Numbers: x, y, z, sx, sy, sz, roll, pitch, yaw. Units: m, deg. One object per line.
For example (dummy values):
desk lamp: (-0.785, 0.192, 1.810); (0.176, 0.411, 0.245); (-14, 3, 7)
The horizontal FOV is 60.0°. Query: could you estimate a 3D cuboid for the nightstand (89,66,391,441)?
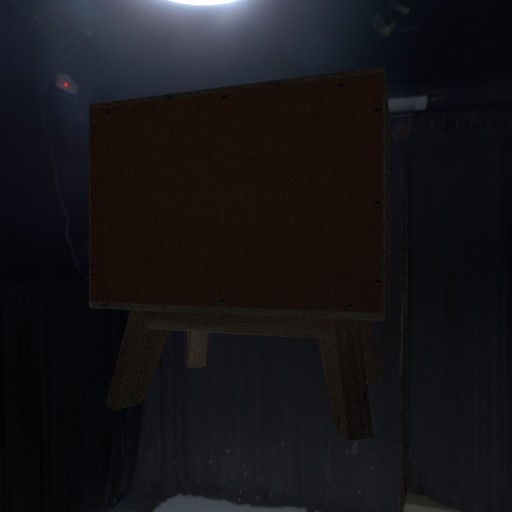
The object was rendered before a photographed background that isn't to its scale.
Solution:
nightstand: (0.000, 0.000, 0.961); (0.552, 0.589, 0.396); (0, 0, 18)
